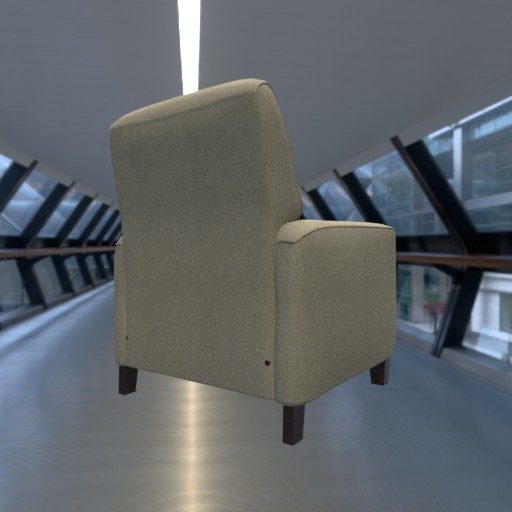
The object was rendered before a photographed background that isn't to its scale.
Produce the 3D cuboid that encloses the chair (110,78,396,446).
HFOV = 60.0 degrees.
[{"bbox_3d":[0.000,0.000,1.667,0.850,1.006,0.853,0,0,36],"label":"chair"}]
